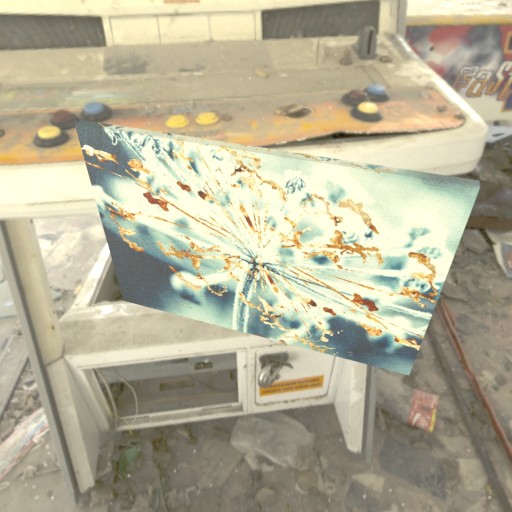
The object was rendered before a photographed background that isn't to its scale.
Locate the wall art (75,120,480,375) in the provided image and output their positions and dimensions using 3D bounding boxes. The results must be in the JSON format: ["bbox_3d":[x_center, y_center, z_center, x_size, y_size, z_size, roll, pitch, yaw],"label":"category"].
[{"bbox_3d":[0.000,0.000,1.452,1.138,0.759,0.035,12,42,14],"label":"wall art"}]
